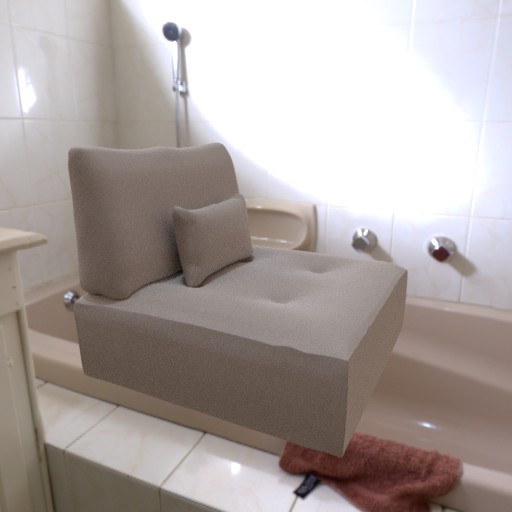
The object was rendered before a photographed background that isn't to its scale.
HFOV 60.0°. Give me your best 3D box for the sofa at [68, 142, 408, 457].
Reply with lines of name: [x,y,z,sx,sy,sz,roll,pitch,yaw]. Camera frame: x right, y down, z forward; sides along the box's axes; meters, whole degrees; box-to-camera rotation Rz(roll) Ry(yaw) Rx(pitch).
sofa: [0.000,0.000,1.700,1.000,0.828,0.935,8,17,26]
